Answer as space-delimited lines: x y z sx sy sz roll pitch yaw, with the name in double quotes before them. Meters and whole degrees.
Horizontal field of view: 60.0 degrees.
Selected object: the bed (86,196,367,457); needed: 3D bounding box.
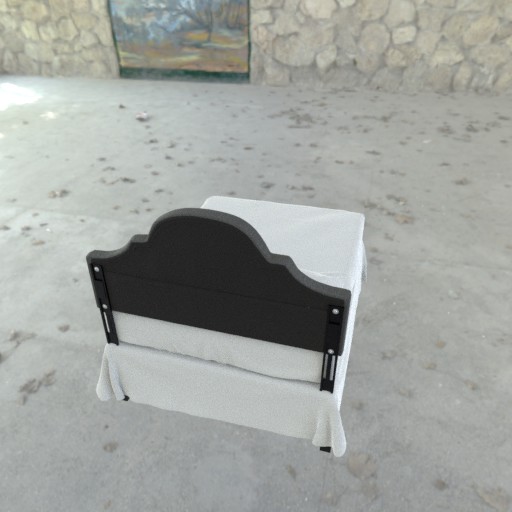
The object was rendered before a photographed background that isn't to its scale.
"bed" 0.000 0.000 3.492 1.780 1.634 2.222 9 32 14
